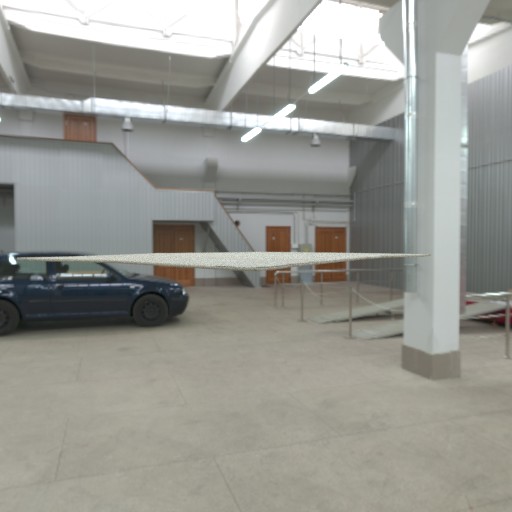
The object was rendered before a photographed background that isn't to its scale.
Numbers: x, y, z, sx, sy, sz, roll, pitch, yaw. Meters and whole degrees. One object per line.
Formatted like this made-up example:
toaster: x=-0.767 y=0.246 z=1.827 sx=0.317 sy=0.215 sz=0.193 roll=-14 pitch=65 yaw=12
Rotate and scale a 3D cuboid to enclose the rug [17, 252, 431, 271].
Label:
rug: x=0.000 y=0.000 z=2.881 sx=1.624 sy=0.030 sz=2.264 roll=1 pitch=2 yaw=36
